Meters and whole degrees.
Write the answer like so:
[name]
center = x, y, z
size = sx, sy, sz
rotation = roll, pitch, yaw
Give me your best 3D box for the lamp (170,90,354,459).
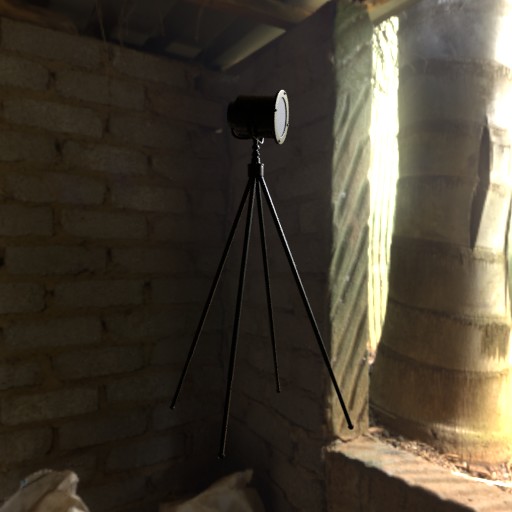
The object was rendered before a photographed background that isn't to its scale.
[lamp]
center = 0.000, 0.000, 2.051
size = 0.884, 1.504, 0.879
rotation = 0, -1, 17
